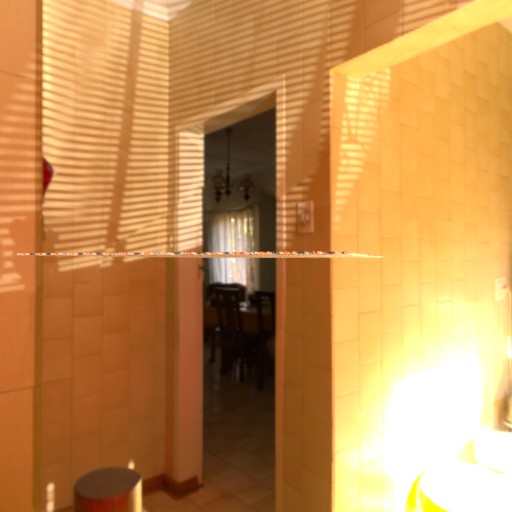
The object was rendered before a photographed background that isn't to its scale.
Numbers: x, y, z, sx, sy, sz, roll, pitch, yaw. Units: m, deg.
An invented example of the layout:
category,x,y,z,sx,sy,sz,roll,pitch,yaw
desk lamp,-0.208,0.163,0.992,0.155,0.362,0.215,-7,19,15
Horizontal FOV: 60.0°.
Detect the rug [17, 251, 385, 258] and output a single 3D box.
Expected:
category,x,y,z,sx,sy,sz,roll,pitch,yaw
rug,0.000,0.000,2.959,1.533,0.010,2.428,0,-1,19
